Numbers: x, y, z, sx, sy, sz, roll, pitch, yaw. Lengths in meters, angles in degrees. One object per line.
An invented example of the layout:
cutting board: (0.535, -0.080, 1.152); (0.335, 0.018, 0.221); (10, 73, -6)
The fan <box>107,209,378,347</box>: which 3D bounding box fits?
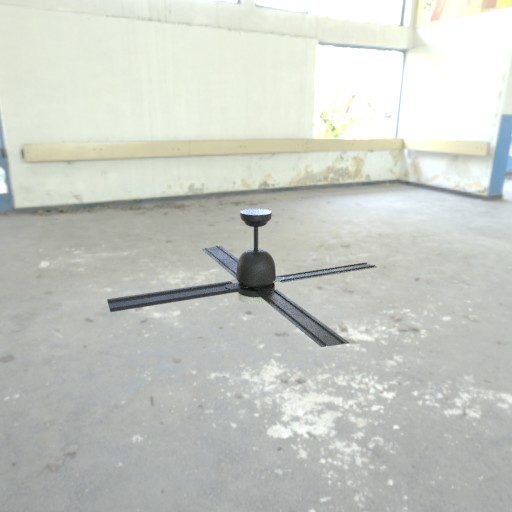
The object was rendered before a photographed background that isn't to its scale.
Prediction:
fan: (0.000, 0.000, 2.028); (1.319, 0.410, 1.319); (-8, 19, -24)
